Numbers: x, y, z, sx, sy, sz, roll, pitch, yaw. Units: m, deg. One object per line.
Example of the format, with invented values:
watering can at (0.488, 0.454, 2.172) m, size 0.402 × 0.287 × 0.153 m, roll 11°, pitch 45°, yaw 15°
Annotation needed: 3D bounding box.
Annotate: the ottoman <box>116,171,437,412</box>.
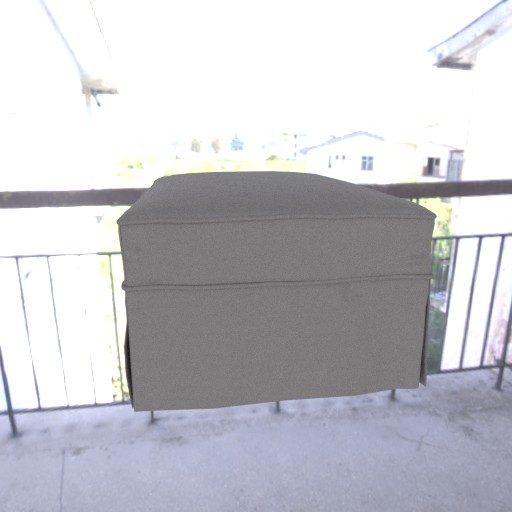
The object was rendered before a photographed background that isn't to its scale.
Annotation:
ottoman at (0.000, 0.000, 1.334) m, size 0.703 × 0.479 × 0.944 m, roll -2°, pitch 15°, yaw -8°
